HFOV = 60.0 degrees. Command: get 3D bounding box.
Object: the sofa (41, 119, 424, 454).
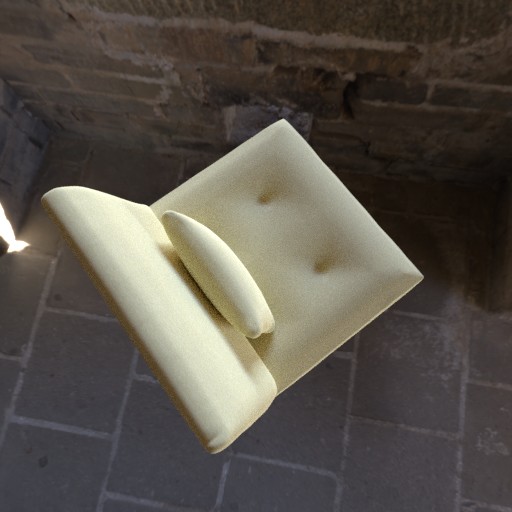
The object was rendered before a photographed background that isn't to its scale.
[{"bbox_3d":[0.000,0.000,1.680,1.000,0.820,0.930,-36,78,-9],"label":"sofa"}]
